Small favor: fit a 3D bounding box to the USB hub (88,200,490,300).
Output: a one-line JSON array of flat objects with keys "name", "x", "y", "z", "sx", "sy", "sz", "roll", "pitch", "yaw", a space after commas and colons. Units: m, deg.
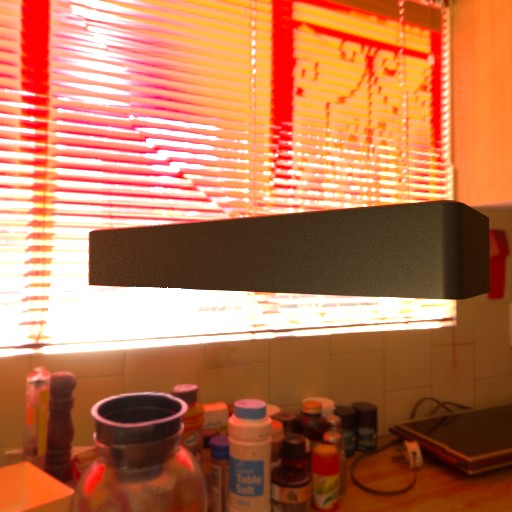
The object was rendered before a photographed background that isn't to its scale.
[{"name": "USB hub", "x": 0.000, "y": 0.000, "z": 0.159, "sx": 0.145, "sy": 0.023, "sz": 0.044, "roll": -1, "pitch": -2, "yaw": 36}]
